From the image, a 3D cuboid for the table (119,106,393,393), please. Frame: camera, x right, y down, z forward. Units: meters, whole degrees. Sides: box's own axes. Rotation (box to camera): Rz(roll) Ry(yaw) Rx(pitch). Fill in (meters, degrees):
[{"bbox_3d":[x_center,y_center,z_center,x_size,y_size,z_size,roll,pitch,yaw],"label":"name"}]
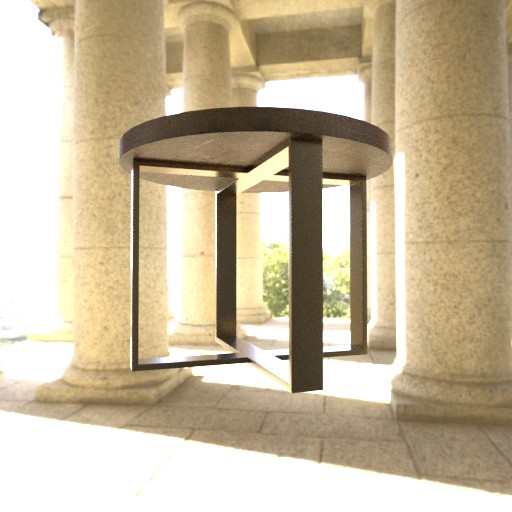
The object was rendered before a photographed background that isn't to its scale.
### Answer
[{"bbox_3d":[0.000,0.000,0.940,0.557,0.437,0.557,0,-1,0],"label":"table"}]
